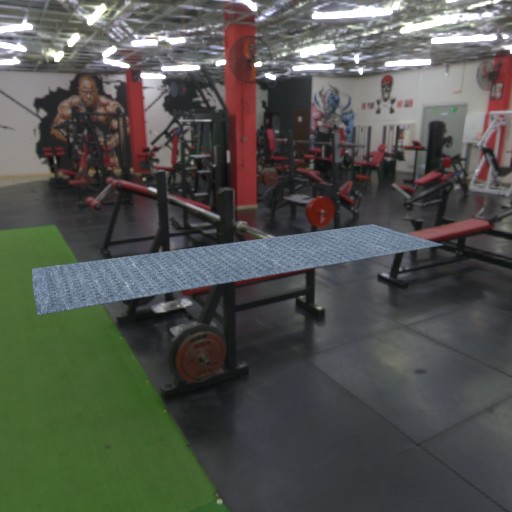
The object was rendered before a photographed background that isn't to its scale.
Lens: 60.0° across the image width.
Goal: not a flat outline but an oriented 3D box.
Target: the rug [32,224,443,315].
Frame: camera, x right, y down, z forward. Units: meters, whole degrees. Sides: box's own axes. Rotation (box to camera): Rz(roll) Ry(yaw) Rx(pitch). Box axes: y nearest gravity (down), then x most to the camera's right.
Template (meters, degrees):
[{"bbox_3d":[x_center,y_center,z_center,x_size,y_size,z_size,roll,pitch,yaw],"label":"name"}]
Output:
[{"bbox_3d":[0.000,0.000,2.695,2.443,0.008,0.688,-9,19,-26],"label":"rug"}]
